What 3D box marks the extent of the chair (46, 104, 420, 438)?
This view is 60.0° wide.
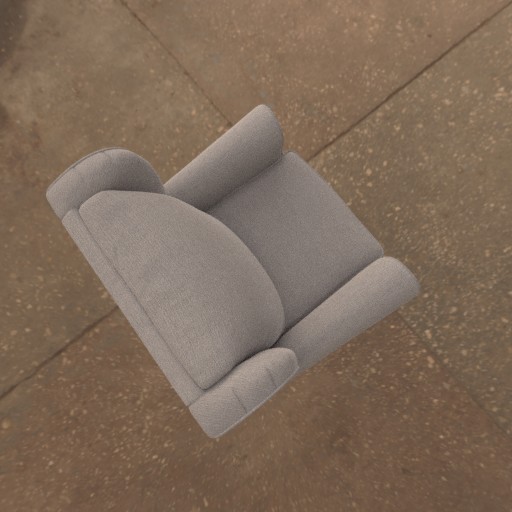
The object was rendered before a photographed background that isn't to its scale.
[{"bbox_3d":[0.000,0.000,1.602,0.854,0.966,0.906,-36,78,-9],"label":"chair"}]
